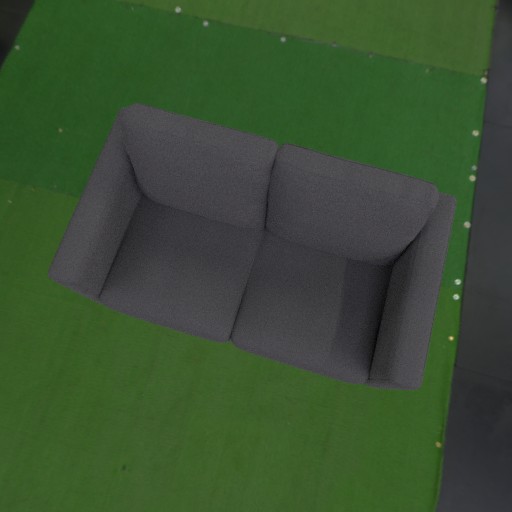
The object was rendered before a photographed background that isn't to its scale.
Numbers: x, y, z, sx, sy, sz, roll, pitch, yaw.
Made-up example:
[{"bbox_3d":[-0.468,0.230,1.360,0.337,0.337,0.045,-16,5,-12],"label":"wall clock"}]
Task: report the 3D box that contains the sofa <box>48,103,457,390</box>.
[{"bbox_3d":[0.000,0.000,1.918,1.430,0.908,0.796,16,75,5],"label":"sofa"}]
